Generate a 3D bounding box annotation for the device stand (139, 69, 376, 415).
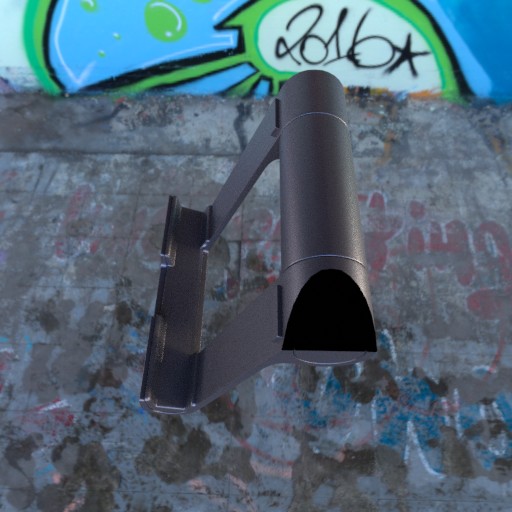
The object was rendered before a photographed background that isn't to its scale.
[{"bbox_3d":[0.000,0.000,0.150,0.079,0.084,0.088,1,59,0],"label":"device stand"}]
